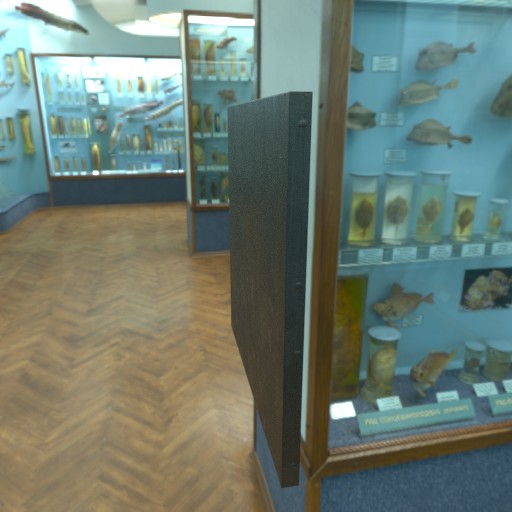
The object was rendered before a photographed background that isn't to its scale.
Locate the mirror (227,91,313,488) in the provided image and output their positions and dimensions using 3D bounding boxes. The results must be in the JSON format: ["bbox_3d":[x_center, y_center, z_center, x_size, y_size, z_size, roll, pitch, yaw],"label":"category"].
[{"bbox_3d":[0.000,0.000,0.578,0.020,0.381,0.382,-3,17,-10],"label":"mirror"}]
